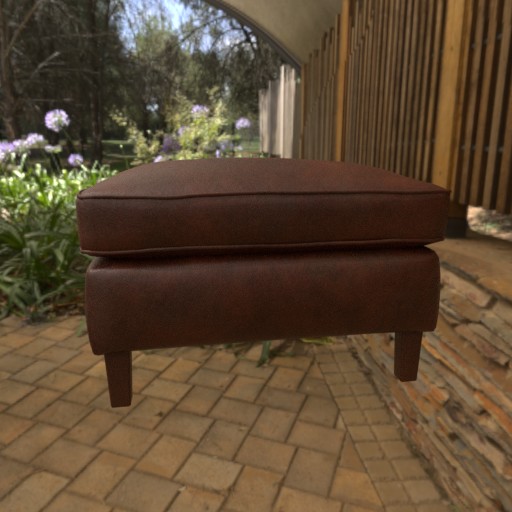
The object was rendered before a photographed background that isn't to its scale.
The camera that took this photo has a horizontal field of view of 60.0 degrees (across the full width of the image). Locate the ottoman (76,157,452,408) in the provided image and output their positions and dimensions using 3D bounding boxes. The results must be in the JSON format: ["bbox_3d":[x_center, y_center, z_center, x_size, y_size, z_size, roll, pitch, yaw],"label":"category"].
[{"bbox_3d":[0.000,0.000,0.995,0.665,0.432,0.501,-2,14,-9],"label":"ottoman"}]
